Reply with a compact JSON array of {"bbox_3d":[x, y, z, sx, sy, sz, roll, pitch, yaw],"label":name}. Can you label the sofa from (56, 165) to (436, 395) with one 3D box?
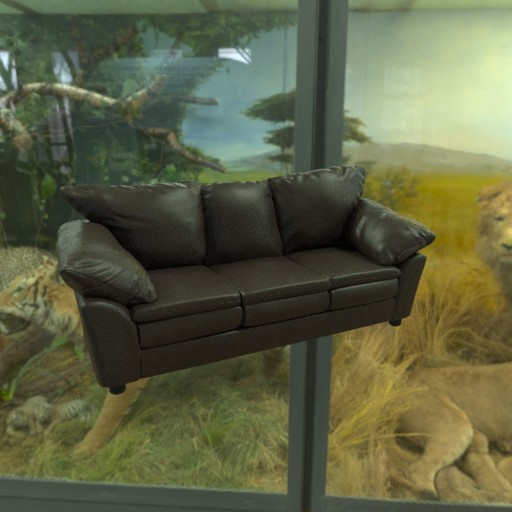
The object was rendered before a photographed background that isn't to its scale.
[{"bbox_3d":[0.000,0.000,2.903,2.390,1.091,0.907,-7,16,-26],"label":"sofa"}]
